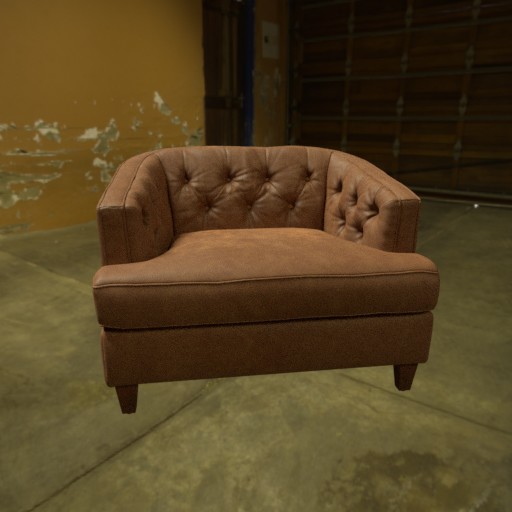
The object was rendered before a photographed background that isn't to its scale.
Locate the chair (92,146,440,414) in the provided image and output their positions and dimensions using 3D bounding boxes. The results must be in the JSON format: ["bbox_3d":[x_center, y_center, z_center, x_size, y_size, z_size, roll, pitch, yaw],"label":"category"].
[{"bbox_3d":[0.000,0.000,1.790,1.119,0.836,0.911,-2,16,-8],"label":"chair"}]
